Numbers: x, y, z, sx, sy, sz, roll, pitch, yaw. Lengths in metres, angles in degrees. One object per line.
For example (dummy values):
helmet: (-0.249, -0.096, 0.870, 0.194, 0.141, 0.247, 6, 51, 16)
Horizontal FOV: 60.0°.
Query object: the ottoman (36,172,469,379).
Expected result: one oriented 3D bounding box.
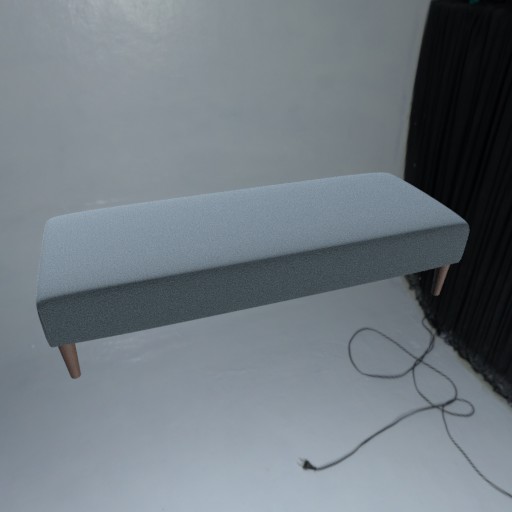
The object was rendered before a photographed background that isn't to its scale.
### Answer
ottoman: (0.000, 0.000, 1.869, 1.609, 0.393, 0.646, -10, 33, -16)
